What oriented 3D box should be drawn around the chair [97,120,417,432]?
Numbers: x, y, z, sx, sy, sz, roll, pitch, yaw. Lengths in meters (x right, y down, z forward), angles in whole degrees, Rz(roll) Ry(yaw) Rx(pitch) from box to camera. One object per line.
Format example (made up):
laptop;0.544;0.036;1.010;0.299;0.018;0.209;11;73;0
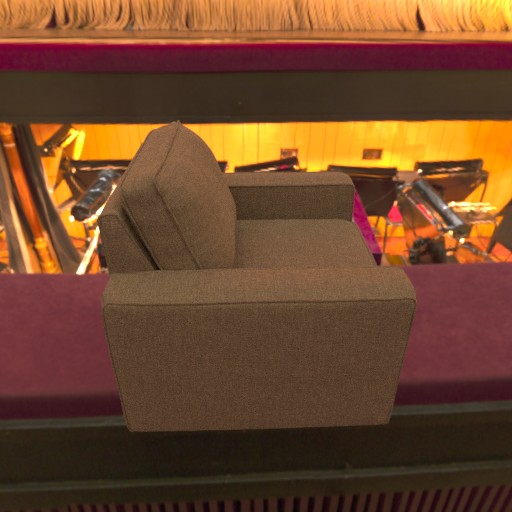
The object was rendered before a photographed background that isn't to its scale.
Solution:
chair;0.000;0.000;1.744;0.940;0.914;1.016;-1;32;-2
